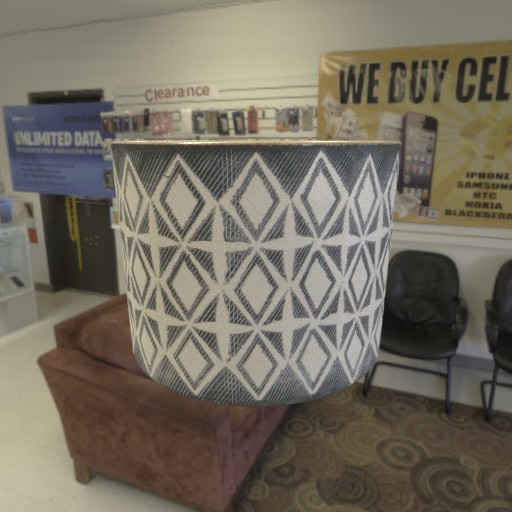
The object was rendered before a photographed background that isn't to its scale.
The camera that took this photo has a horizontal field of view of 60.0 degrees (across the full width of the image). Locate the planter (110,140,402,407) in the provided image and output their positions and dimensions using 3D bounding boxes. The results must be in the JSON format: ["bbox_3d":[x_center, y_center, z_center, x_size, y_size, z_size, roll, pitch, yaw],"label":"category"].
[{"bbox_3d":[0.000,0.000,0.328,0.192,0.165,0.192,0,15,0],"label":"planter"}]
